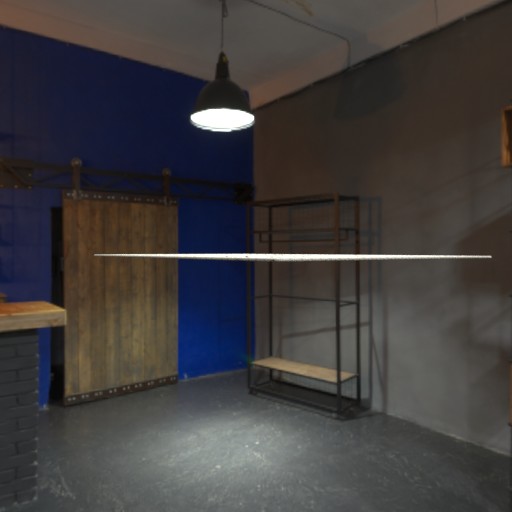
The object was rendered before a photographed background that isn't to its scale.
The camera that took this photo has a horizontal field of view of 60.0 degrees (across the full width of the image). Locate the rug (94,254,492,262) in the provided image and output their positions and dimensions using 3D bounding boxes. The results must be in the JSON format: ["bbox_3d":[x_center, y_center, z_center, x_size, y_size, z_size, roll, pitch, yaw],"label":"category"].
[{"bbox_3d":[0.000,0.000,3.053,1.526,0.012,2.444,0,1,-35],"label":"rug"}]
